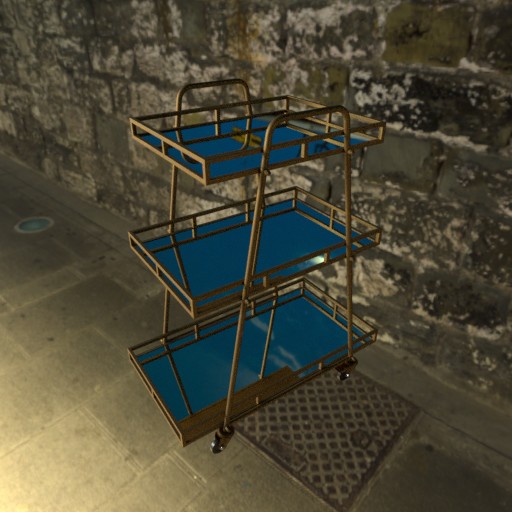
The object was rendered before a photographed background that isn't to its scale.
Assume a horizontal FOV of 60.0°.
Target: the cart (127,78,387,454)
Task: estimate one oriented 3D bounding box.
[{"bbox_3d":[0.000,0.000,1.259,0.711,0.883,0.441,-19,36,-29],"label":"cart"}]
